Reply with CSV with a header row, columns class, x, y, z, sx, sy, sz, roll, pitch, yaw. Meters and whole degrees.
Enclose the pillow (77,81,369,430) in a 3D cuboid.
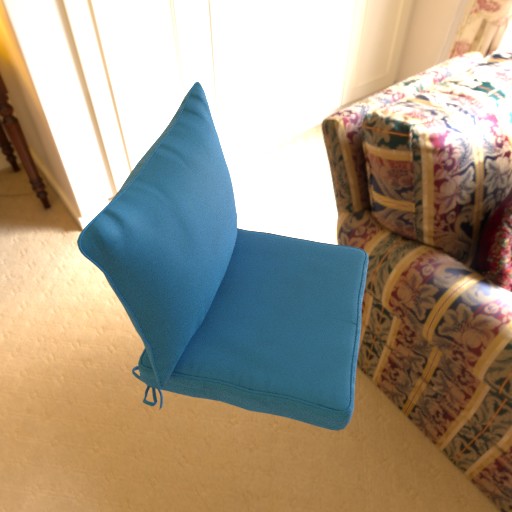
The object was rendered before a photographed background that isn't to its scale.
class,x,y,z,sx,sy,sz,roll,pitch,yaw
pillow,0.000,0.000,1.368,0.733,0.725,0.798,10,47,10
